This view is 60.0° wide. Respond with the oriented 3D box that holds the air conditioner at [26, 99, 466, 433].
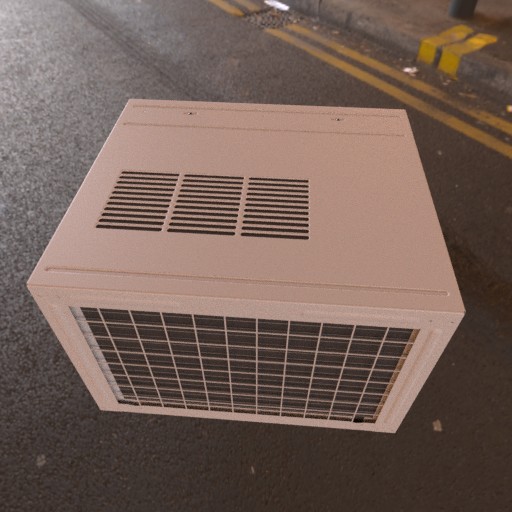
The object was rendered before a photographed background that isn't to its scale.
[{"bbox_3d":[0.000,0.000,1.009,0.645,0.455,0.599,3,47,3],"label":"air conditioner"}]
